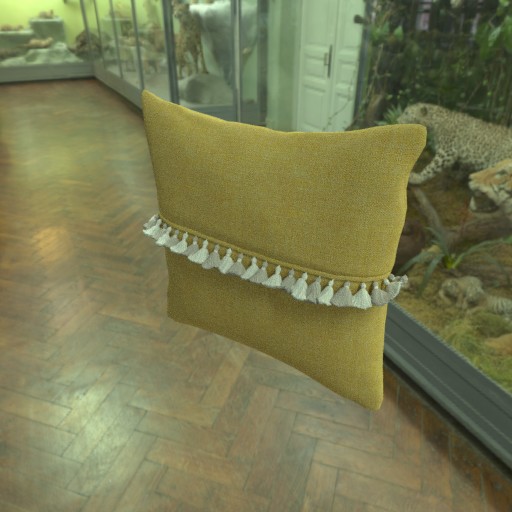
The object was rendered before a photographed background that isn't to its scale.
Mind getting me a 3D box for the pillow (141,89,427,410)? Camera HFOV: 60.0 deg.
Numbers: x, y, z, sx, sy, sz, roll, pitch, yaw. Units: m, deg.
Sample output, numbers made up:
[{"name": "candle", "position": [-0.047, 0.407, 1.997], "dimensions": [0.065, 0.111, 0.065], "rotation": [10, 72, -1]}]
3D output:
[{"name": "pillow", "position": [0.000, 0.000, 0.738], "dimensions": [0.485, 0.481, 0.167], "rotation": [18, 34, 28]}]
